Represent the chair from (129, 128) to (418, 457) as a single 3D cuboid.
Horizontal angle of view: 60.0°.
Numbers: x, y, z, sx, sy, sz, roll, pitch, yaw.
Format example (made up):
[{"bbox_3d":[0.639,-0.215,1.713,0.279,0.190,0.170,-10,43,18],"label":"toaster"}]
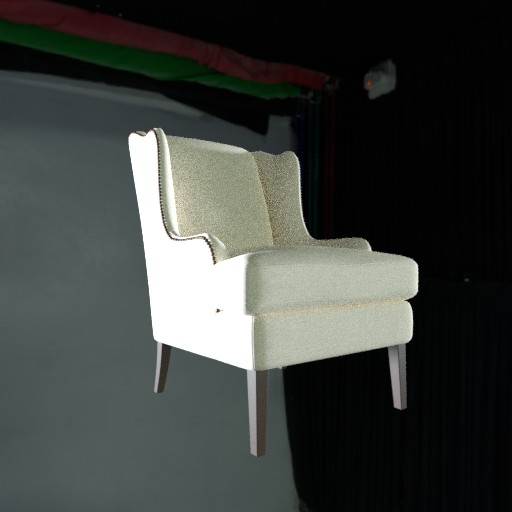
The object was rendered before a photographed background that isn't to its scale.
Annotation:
[{"bbox_3d":[0.000,0.000,1.673,0.737,1.029,0.940,0,0,-36],"label":"chair"}]
